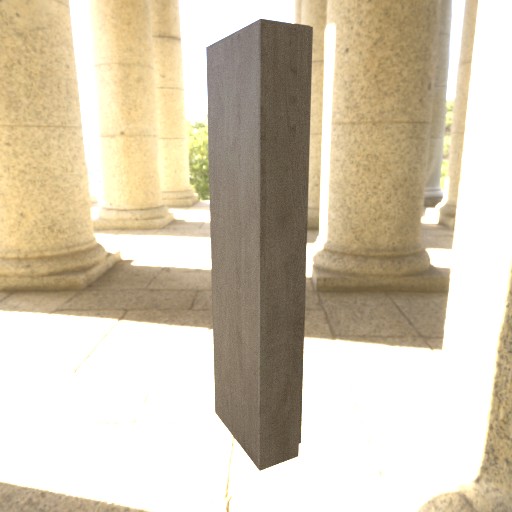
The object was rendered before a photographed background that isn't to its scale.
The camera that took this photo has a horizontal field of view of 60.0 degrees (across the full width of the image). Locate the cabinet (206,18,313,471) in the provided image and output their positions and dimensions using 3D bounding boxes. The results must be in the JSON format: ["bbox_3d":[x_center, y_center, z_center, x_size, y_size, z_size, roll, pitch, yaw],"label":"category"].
[{"bbox_3d":[0.000,0.000,1.979,0.230,1.790,0.500,-7,15,-27],"label":"cabinet"}]
